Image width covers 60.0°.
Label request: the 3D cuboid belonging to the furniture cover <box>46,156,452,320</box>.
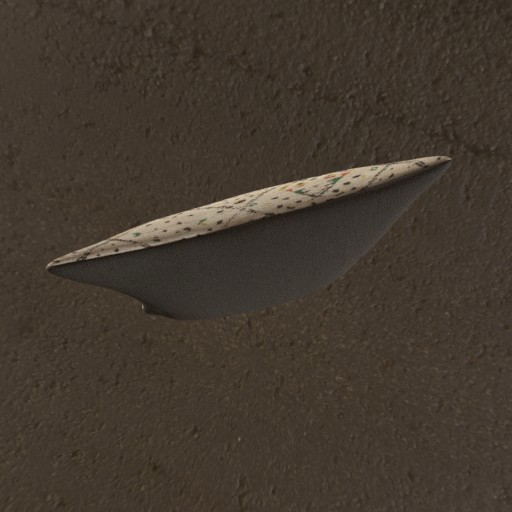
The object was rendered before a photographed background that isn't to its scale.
[{"bbox_3d":[0.000,0.000,0.780,0.525,0.498,0.180,-16,77,-4],"label":"furniture cover"}]
